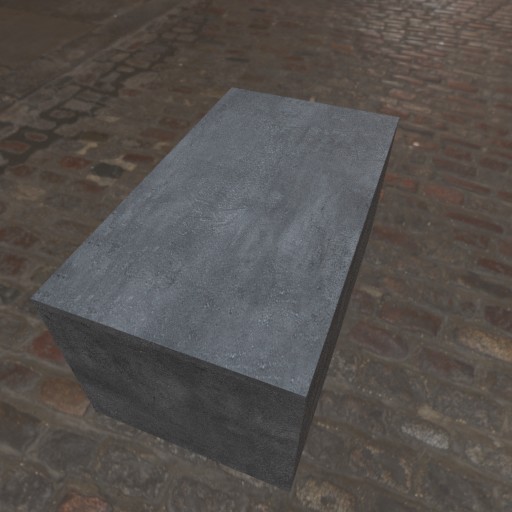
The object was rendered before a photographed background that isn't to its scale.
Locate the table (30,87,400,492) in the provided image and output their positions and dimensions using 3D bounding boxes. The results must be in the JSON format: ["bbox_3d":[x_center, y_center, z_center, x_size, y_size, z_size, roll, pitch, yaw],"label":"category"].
[{"bbox_3d":[0.000,0.000,0.917,0.400,0.350,0.700,16,48,15],"label":"table"}]
